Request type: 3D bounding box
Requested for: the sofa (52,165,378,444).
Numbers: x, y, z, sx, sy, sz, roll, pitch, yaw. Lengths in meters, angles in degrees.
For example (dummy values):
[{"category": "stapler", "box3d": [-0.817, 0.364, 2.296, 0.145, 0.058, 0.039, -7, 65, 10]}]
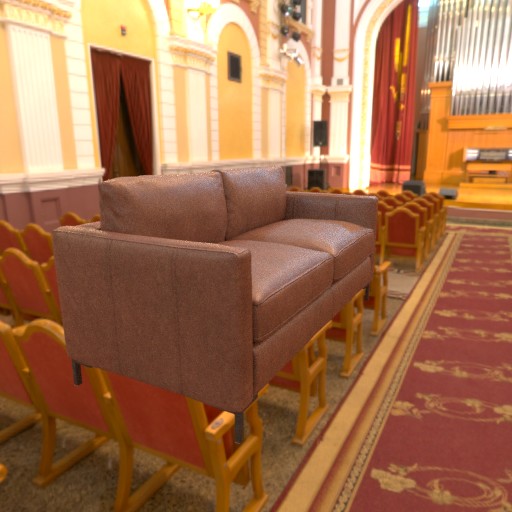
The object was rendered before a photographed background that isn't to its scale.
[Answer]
[{"category": "sofa", "box3d": [0.000, 0.000, 2.329, 0.899, 0.883, 1.797, 7, 16, 27]}]
